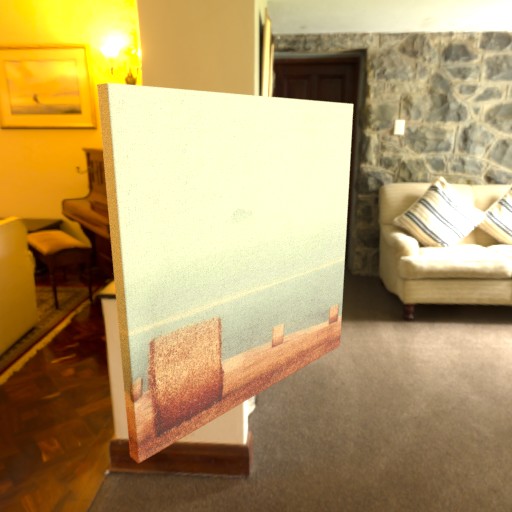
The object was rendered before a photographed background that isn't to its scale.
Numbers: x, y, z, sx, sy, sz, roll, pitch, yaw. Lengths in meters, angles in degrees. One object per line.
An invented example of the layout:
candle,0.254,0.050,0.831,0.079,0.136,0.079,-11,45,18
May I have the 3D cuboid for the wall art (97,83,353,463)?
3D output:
wall art,0.000,0.000,0.891,0.034,0.605,0.605,14,21,42
